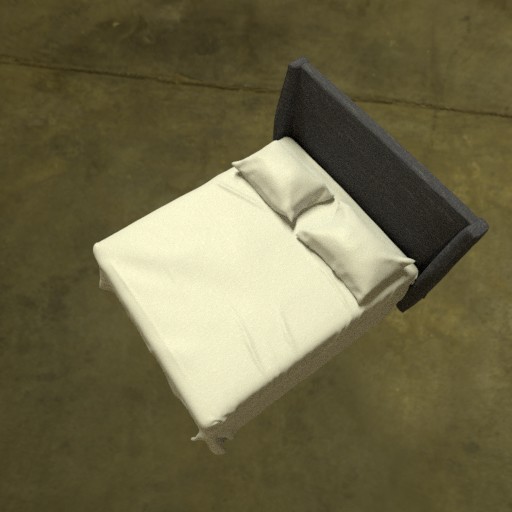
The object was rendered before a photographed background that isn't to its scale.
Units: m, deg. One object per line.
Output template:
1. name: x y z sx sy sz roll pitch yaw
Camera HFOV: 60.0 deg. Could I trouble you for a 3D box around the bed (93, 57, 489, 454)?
1. bed: 0.000 0.000 3.393 2.276 1.332 1.925 -33 68 -15
